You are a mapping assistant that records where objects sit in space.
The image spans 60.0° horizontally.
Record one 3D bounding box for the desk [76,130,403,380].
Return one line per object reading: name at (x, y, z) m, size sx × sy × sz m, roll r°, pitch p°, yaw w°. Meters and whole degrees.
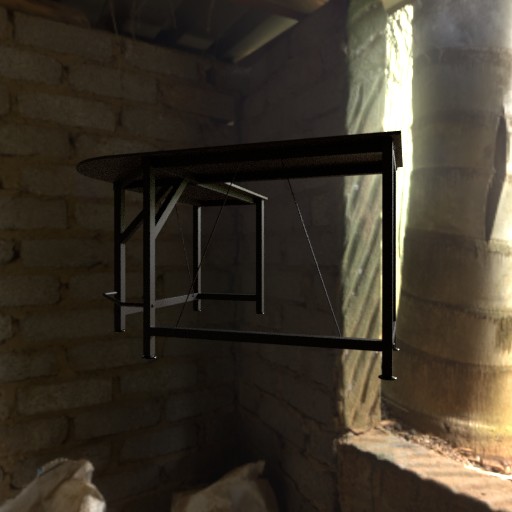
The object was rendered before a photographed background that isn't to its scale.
desk at (0.000, 0.000, 2.218) m, size 1.400 × 0.762 × 1.400 m, roll 0°, pitch 0°, yaw 19°
